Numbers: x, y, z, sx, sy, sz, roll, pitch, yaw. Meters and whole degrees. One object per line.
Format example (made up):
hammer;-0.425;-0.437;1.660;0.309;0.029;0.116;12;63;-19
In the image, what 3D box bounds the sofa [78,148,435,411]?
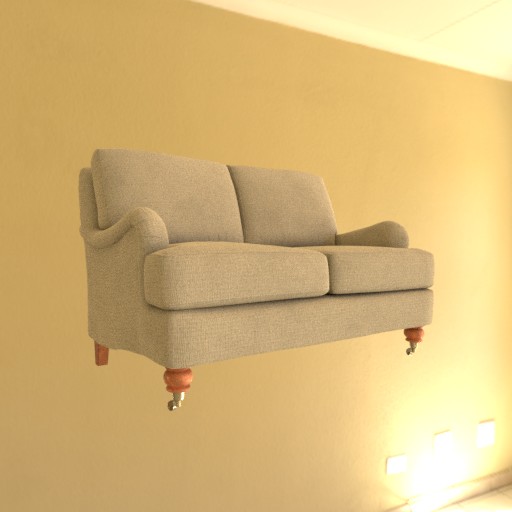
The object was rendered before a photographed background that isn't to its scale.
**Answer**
sofa;0.000;0.000;2.177;1.480;0.999;1.087;-1;1;-36
